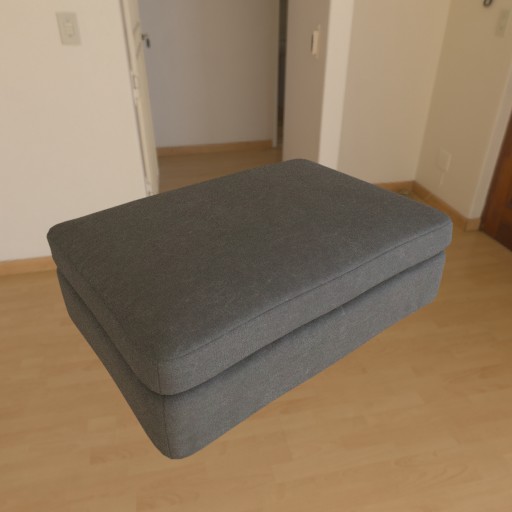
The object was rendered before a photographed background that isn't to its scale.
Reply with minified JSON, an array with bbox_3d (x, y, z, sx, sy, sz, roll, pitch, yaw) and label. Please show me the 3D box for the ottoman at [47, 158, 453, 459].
[{"bbox_3d":[0.000,0.000,1.588,1.199,0.429,0.840,-22,38,-32],"label":"ottoman"}]
